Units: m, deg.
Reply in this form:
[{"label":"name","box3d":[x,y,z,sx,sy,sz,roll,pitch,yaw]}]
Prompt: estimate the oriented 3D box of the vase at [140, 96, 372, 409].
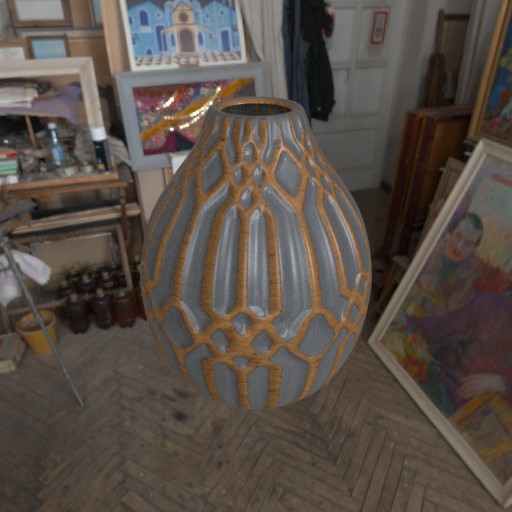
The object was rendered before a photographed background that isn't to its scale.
[{"label":"vase","box3d":[0.000,0.000,0.133,0.069,0.088,0.069,0,31,0]}]
